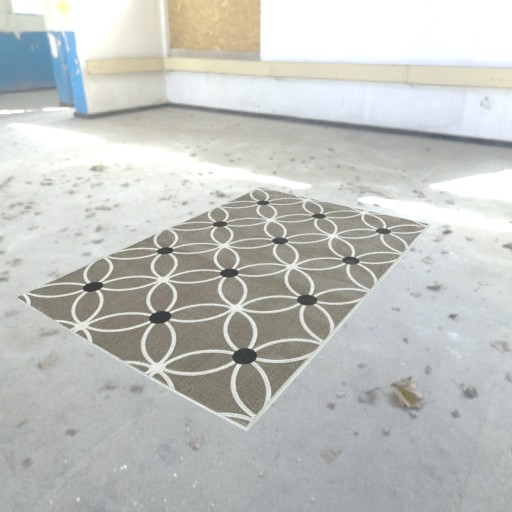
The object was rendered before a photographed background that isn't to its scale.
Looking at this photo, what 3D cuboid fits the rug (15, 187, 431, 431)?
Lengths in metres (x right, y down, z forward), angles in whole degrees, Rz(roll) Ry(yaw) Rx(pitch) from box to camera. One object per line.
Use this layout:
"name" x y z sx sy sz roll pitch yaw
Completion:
"rug" 0.000 0.000 2.764 1.522 0.008 2.284 18 32 31
